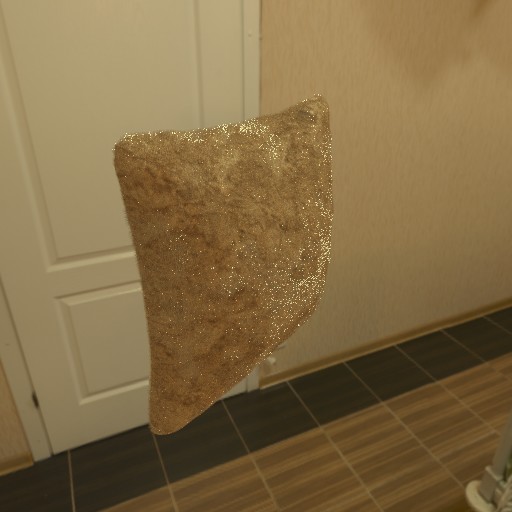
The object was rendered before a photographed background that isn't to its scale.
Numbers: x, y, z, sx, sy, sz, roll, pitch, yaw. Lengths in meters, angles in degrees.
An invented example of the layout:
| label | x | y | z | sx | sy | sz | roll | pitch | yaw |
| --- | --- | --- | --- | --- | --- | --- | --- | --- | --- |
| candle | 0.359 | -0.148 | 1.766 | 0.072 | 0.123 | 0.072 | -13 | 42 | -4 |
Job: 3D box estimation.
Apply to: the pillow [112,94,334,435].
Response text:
| label | x | y | z | sx | sy | sz | roll | pitch | yaw |
| --- | --- | --- | --- | --- | --- | --- | --- | --- | --- |
| pillow | 0.000 | 0.000 | 0.828 | 0.216 | 0.525 | 0.538 | 18 | 32 | 32 |
